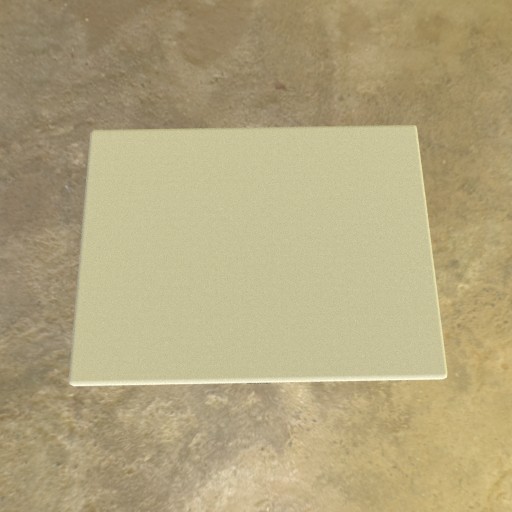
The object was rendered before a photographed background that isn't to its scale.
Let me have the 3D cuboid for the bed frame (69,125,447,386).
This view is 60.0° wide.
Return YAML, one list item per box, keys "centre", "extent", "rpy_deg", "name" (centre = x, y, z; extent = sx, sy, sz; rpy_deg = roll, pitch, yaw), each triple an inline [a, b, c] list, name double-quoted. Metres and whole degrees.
- centre: [0.000, 0.000, 3.595]
  extent: [2.635, 0.680, 1.990]
  rpy_deg: [-1, 75, 0]
  name: "bed frame"
